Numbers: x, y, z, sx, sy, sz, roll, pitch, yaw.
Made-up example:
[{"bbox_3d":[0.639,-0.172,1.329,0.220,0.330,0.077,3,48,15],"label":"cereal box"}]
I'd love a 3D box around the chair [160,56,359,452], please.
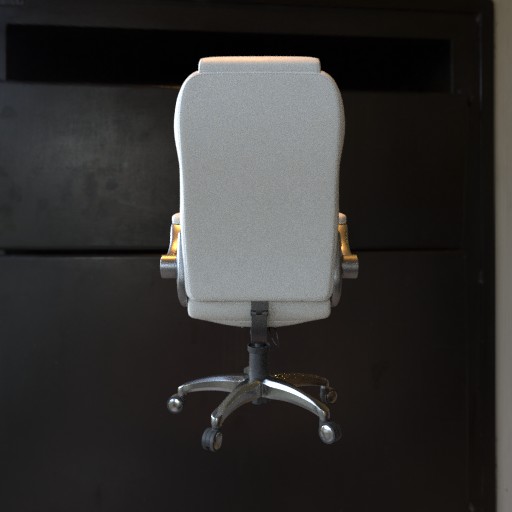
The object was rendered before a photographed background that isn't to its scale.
[{"bbox_3d":[0.000,0.000,1.825,0.755,1.330,0.806,0,0,0],"label":"chair"}]
